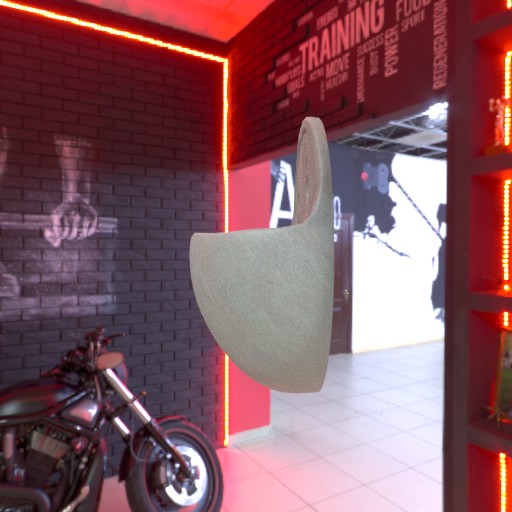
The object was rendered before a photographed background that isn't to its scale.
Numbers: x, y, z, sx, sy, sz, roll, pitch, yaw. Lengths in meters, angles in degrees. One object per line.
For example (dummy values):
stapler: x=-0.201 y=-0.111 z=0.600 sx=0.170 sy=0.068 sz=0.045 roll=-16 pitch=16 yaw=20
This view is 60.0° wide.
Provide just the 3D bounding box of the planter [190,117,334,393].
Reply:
planter: x=0.000 y=0.000 z=0.279 sx=0.073 sy=0.164 sz=0.190 roll=0 pitch=0 yaw=1
